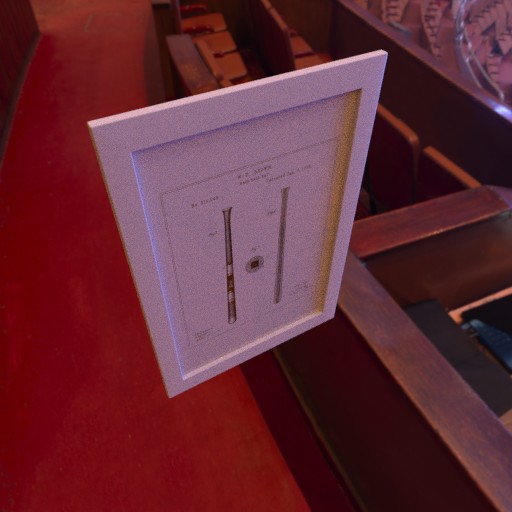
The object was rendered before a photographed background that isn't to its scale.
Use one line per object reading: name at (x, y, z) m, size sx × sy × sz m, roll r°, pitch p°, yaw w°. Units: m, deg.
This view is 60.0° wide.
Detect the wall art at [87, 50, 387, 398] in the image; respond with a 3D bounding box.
wall art at (0.000, 0.000, 0.605) m, size 0.329 × 0.482 × 0.011 m, roll -22°, pitch 49°, yaw -20°
